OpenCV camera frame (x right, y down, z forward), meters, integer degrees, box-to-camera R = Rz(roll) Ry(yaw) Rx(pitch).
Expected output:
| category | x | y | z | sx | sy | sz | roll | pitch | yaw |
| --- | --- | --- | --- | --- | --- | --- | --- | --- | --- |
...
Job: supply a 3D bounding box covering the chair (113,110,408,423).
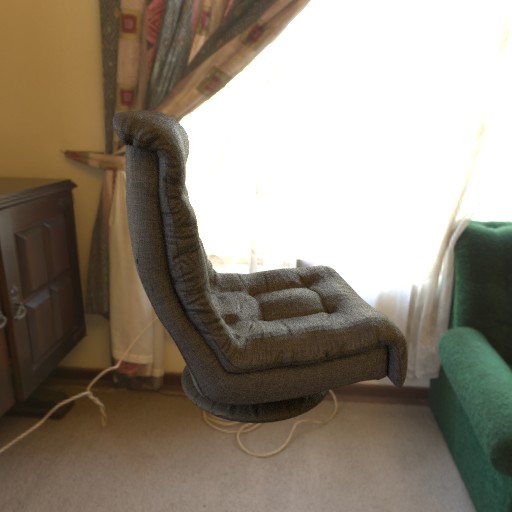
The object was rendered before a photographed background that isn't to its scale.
| category | x | y | z | sx | sy | sz | roll | pitch | yaw |
| --- | --- | --- | --- | --- | --- | --- | --- | --- | --- |
| chair | 0.000 | 0.000 | 1.206 | 0.668 | 0.749 | 0.597 | -3 | 16 | -10 |
